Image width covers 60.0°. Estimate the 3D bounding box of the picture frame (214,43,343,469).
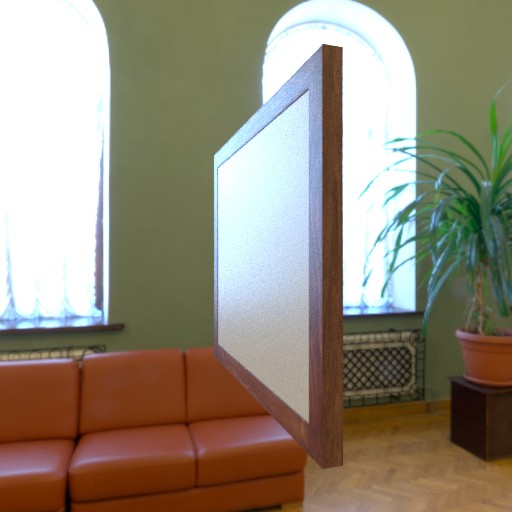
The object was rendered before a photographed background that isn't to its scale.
[{"bbox_3d":[0.000,0.000,0.746,0.025,0.457,0.559,0,0,-17],"label":"picture frame"}]
